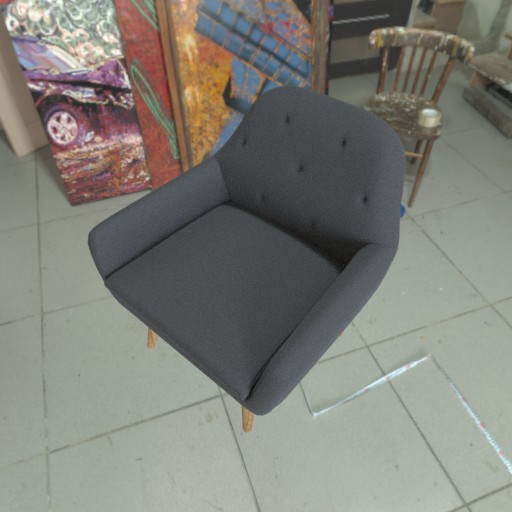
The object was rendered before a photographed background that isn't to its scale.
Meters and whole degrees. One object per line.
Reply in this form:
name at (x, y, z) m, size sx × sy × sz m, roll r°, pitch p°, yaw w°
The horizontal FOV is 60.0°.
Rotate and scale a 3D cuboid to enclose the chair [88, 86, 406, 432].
chair at (0.000, 0.000, 1.438) m, size 0.770 × 0.800 × 0.779 m, roll 32°, pitch 54°, yaw 27°
